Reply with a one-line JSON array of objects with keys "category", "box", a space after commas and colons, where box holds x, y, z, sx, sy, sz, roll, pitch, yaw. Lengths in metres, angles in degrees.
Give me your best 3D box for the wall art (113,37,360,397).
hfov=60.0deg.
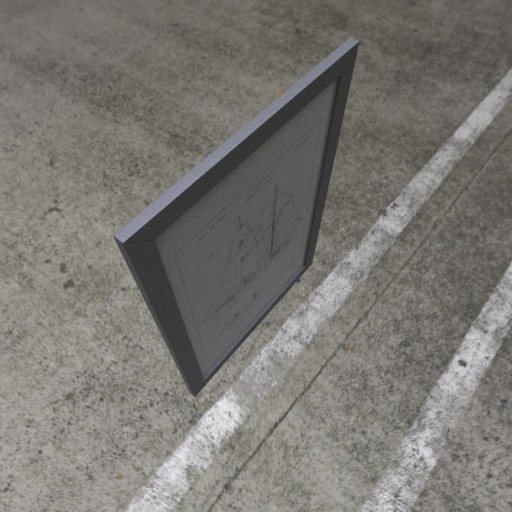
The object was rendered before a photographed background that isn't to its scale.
[{"category": "wall art", "box": [0.000, 0.000, 0.690, 0.013, 0.534, 0.380, 35, 65, 19]}]
